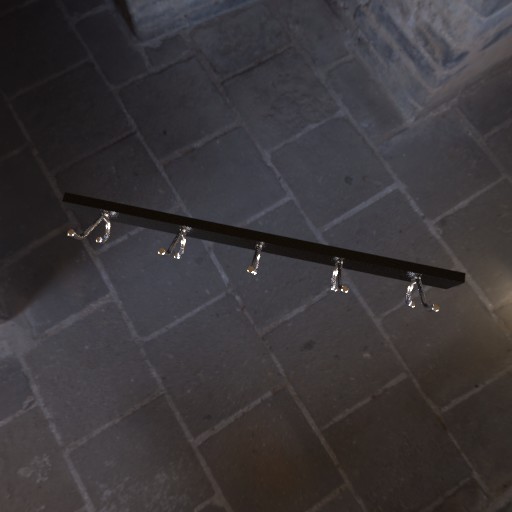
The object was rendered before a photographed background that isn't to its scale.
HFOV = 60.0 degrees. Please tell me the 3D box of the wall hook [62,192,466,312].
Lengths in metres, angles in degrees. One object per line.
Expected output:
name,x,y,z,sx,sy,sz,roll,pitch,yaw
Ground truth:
wall hook,0.000,0.000,0.613,0.571,0.117,0.071,12,77,3
